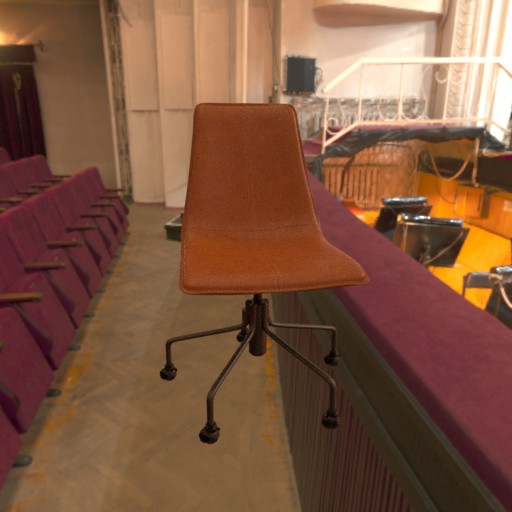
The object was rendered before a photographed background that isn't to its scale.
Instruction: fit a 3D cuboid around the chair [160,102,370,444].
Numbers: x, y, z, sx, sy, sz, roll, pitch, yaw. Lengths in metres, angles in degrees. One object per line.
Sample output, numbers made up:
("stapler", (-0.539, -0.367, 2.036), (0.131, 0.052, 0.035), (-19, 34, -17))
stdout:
("chair", (0.000, 0.000, 1.382), (0.651, 0.920, 0.660), (-3, 18, -9))
